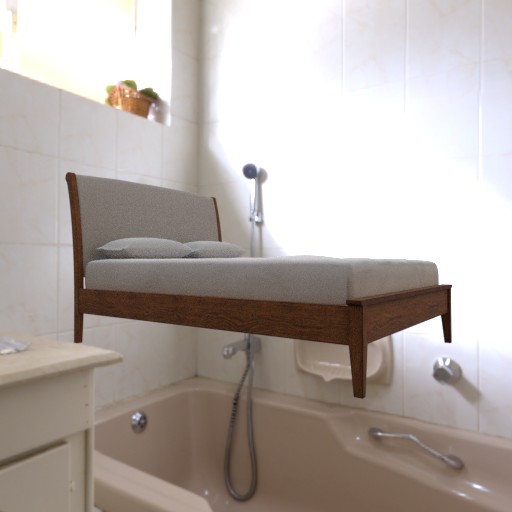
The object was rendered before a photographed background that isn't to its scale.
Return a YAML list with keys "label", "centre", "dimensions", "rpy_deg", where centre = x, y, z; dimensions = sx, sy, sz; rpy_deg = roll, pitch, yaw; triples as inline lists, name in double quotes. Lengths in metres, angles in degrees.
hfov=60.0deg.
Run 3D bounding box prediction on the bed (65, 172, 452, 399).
- label: "bed"
  centre: [0.000, 0.000, 2.934]
  dimensions: [2.108, 1.135, 1.502]
  rpy_deg: [0, -1, 36]
